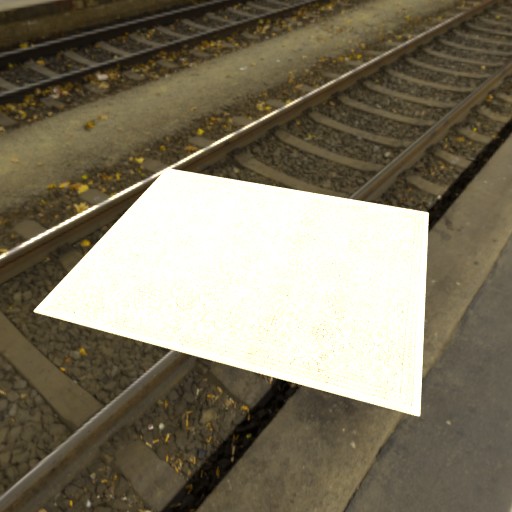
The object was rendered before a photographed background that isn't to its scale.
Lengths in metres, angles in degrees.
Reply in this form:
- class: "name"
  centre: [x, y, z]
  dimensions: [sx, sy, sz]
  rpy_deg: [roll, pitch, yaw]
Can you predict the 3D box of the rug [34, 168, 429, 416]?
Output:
- class: "rug"
  centre: [0.000, 0.000, 4.157]
  dimensions: [3.050, 0.015, 2.441]
  rpy_deg: [12, 42, 13]
